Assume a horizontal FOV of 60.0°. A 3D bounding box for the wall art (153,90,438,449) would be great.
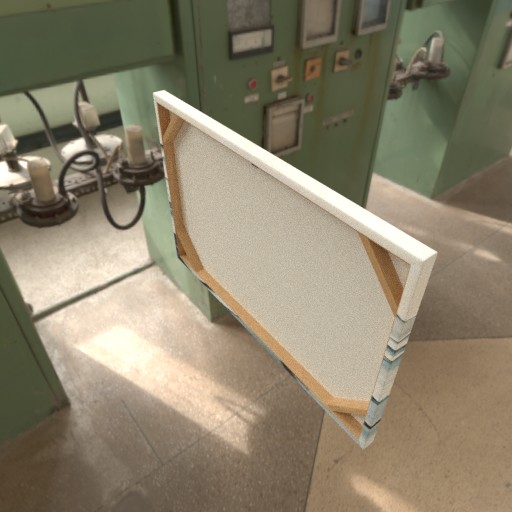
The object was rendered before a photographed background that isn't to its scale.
[{"bbox_3d":[0.000,0.000,1.173,0.039,0.609,0.914,-26,47,-28],"label":"wall art"}]
